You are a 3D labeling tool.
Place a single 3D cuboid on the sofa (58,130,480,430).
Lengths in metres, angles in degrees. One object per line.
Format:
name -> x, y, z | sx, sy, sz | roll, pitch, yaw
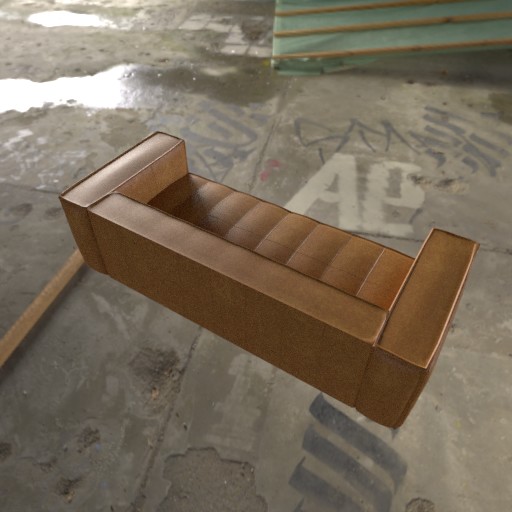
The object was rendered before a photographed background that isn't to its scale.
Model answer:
sofa -> 0.000, 0.000, 3.064 | 2.581, 0.701, 1.102 | 24, 50, 22
